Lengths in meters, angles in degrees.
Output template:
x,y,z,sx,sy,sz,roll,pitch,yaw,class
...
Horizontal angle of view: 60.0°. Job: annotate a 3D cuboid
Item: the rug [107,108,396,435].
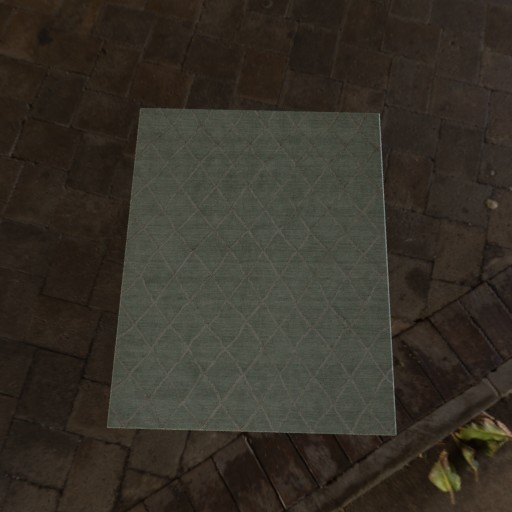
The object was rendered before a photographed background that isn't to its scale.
x,y,z,sx,sy,sz,roll,pitch,yaw,class
0.000,0.000,4.097,2.420,0.019,3.039,1,75,0,rug
